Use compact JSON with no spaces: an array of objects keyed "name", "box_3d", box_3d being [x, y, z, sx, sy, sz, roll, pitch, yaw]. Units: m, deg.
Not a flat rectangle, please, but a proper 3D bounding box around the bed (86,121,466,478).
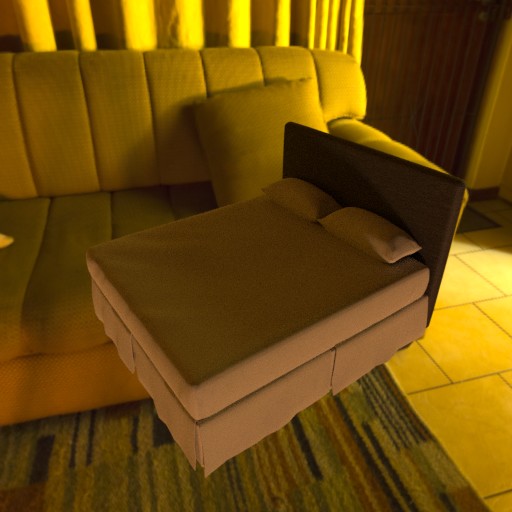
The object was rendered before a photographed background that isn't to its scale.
[{"name":"bed","box_3d":[0.000,0.000,3.330,2.142,1.330,1.884,-21,37,-30]}]
